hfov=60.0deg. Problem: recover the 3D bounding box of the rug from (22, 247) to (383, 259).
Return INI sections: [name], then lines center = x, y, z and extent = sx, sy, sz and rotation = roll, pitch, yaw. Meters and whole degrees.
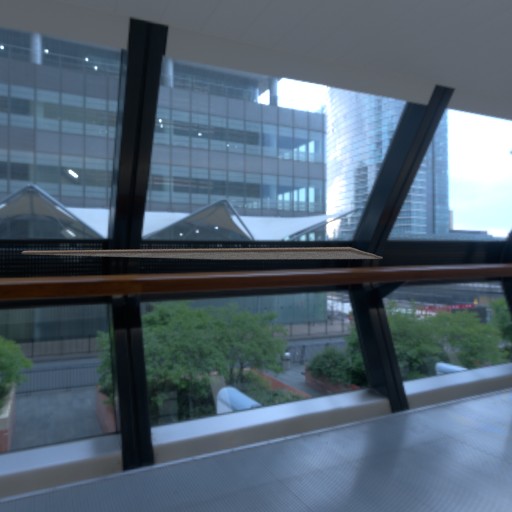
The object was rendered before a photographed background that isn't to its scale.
[rug]
center = 0.000, 0.000, 2.074
extent = 1.066, 0.011, 1.677
rotation = 0, -1, 19
